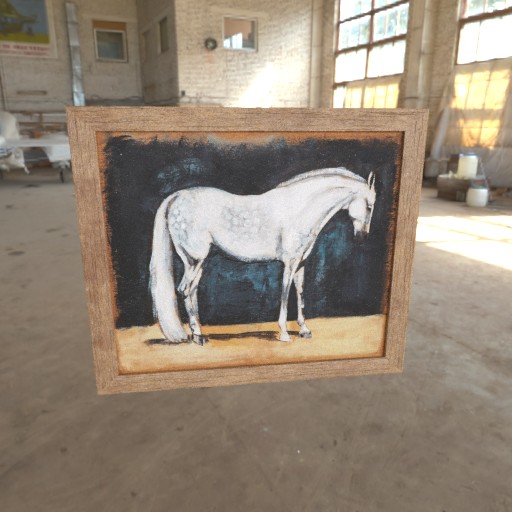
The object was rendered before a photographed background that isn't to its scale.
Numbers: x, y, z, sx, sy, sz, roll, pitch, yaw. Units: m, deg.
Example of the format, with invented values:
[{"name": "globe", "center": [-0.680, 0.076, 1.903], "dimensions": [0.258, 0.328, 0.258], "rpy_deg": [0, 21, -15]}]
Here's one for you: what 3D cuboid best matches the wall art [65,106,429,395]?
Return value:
[{"name": "wall art", "center": [0.000, 0.000, 0.925], "dimensions": [0.690, 0.588, 0.026], "rpy_deg": [-2, 16, -7]}]
